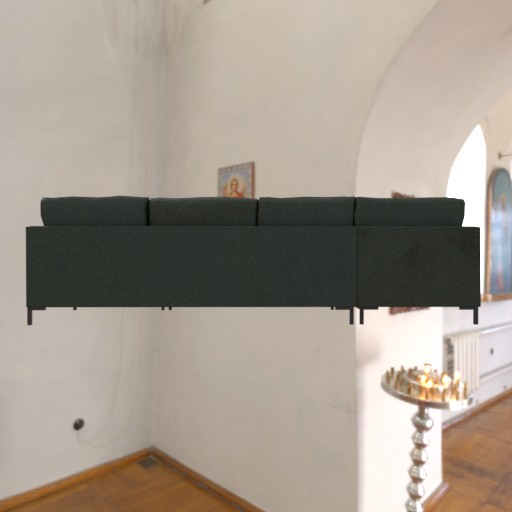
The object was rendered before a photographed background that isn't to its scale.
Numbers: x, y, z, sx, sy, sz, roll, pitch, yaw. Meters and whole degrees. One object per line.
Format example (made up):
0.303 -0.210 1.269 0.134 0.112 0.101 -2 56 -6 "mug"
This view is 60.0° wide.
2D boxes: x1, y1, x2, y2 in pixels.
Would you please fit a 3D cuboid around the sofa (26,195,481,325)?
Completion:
0.000 0.000 4.277 3.384 0.996 2.048 0 1 0 "sofa"
